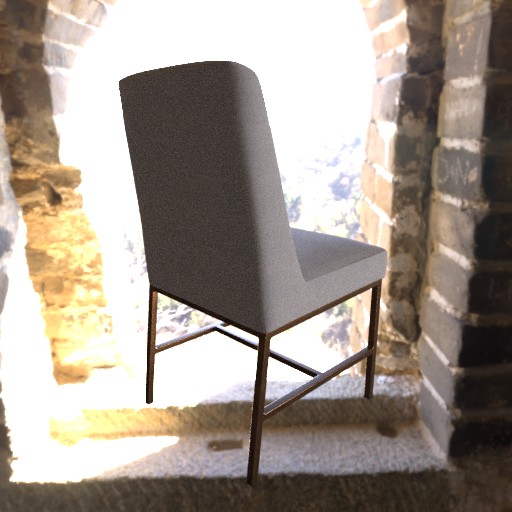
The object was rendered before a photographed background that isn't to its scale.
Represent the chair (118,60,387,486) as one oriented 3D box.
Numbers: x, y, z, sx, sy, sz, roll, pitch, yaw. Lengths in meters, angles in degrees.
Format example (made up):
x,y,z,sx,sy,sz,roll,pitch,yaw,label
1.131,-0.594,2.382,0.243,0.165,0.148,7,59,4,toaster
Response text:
x,y,z,sx,sy,sz,roll,pitch,yaw,label
0.000,0.000,1.242,0.597,0.933,0.503,-15,21,-42,chair
